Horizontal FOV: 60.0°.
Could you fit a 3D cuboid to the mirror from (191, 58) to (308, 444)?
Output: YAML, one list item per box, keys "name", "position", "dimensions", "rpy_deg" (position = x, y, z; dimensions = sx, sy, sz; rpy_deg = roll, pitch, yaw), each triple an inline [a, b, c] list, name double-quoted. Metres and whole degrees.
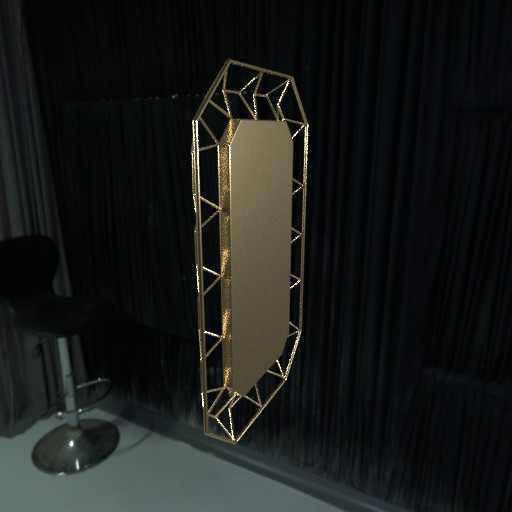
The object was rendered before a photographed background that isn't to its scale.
- name: "mirror"
  position: [0.000, 0.000, 1.111]
  dimensions: [0.051, 0.870, 0.572]
  rpy_deg: [8, 18, 25]
